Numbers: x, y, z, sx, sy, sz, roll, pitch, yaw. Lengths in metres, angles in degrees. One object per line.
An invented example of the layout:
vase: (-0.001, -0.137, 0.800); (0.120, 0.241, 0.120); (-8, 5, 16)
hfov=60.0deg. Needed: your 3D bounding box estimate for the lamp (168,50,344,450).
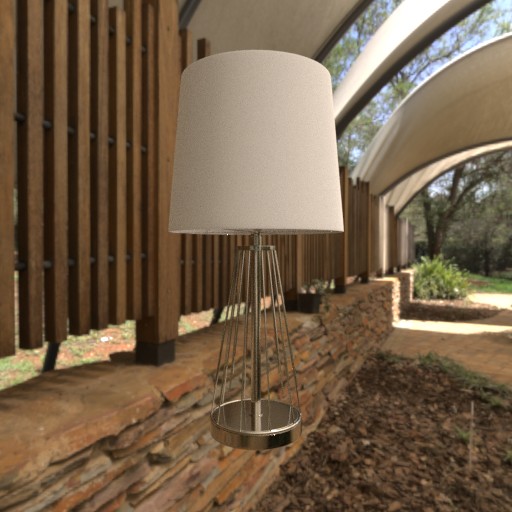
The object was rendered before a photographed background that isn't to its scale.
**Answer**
lamp: (0.000, 0.000, 0.781); (0.303, 0.618, 0.303); (0, 1, 0)
